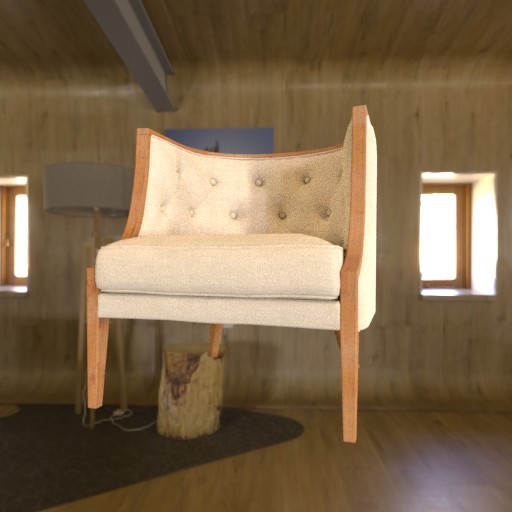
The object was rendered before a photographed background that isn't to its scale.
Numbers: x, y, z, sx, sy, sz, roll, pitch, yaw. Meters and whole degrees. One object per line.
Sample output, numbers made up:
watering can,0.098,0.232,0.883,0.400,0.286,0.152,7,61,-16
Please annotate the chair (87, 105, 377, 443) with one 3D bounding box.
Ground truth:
chair,0.000,0.000,1.365,0.711,0.775,0.757,0,0,18
